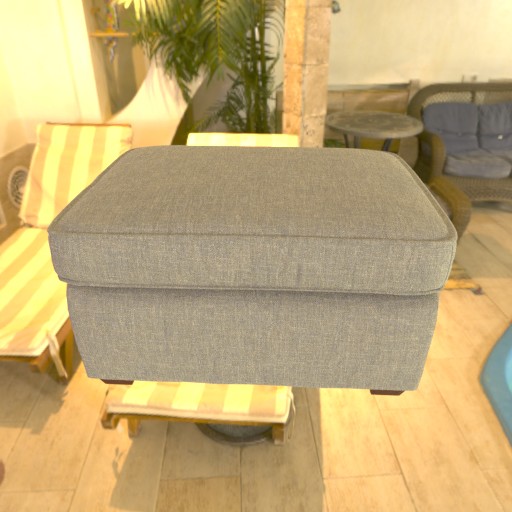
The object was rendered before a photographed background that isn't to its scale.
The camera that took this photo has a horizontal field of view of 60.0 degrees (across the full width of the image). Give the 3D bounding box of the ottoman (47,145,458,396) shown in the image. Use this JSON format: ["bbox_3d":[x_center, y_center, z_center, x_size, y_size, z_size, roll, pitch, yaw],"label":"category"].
[{"bbox_3d":[0.000,0.000,1.092,0.762,0.457,0.559,1,30,3],"label":"ottoman"}]
